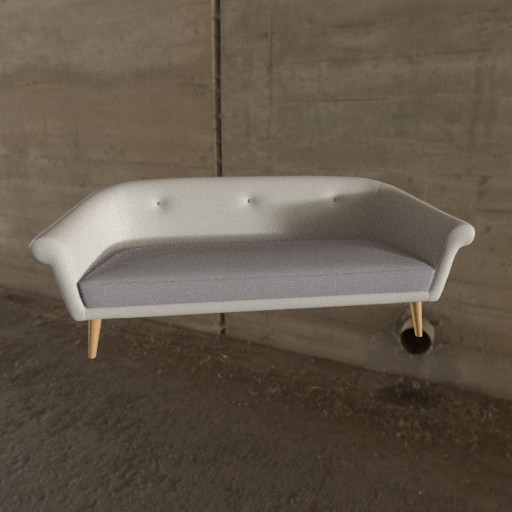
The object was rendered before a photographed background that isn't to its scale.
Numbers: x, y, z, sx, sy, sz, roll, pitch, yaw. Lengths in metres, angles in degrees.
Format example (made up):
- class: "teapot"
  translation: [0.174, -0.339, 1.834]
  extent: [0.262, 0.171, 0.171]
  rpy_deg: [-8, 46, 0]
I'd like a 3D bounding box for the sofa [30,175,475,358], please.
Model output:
- class: "sofa"
  translation: [0.000, 0.000, 2.537]
  extent: [2.160, 0.795, 0.827]
  rpy_deg: [-2, 17, -7]
